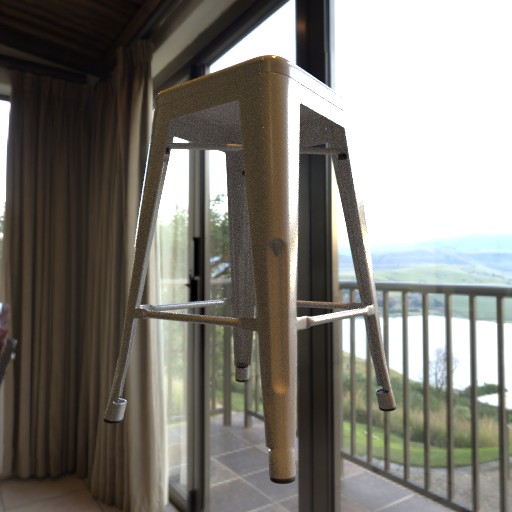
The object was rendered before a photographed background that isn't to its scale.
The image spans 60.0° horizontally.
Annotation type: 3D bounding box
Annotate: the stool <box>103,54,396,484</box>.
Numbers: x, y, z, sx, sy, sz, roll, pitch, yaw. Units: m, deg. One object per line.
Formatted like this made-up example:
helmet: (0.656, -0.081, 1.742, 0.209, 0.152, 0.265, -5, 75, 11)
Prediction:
stool: (0.000, 0.000, 0.854, 0.406, 0.610, 0.406, -1, -2, 37)
